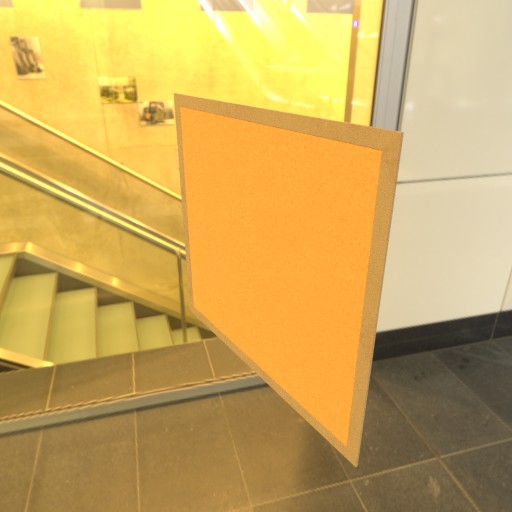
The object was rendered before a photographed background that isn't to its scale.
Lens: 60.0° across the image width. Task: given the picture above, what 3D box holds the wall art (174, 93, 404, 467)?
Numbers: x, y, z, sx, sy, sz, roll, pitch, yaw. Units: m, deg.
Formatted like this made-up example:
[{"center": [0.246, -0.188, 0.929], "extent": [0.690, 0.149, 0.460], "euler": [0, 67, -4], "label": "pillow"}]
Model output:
[{"center": [0.000, 0.000, 1.658], "extent": [0.025, 1.067, 1.168], "euler": [-17, 30, -31], "label": "wall art"}]
